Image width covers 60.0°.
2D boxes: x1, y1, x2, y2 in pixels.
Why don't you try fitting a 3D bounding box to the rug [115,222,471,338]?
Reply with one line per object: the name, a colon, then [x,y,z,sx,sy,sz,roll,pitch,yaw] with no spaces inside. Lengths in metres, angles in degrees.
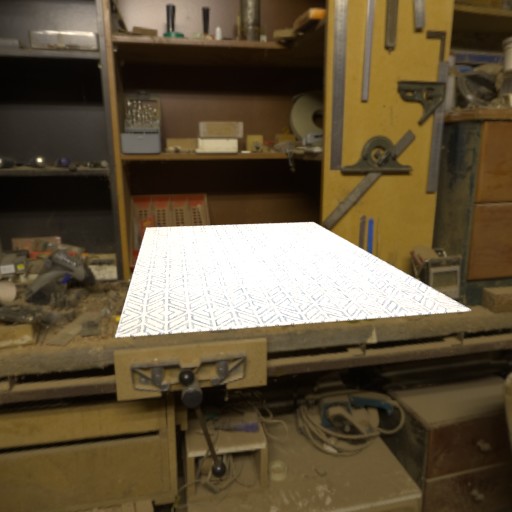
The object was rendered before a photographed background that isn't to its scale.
rug: [0.000,0.000,2.338,1.220,0.008,1.824,-3,15,-10]
